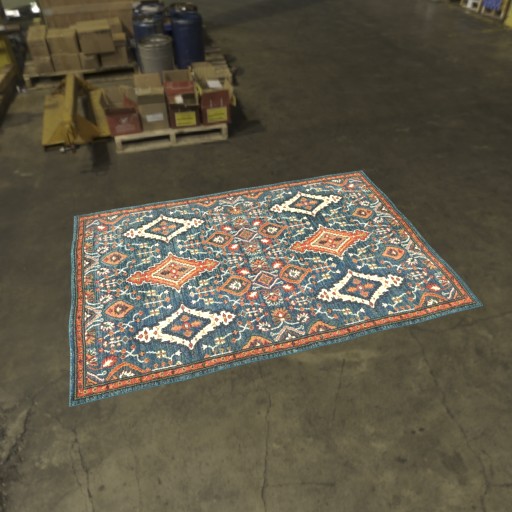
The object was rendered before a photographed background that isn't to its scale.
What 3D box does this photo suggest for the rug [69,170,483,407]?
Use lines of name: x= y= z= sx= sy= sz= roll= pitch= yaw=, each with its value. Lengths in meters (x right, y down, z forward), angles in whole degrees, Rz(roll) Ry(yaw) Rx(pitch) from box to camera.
rug: x=0.000 y=0.000 z=2.962 sx=2.373 sy=0.009 sz=1.622 roll=-11 pitch=43 yaw=-12
